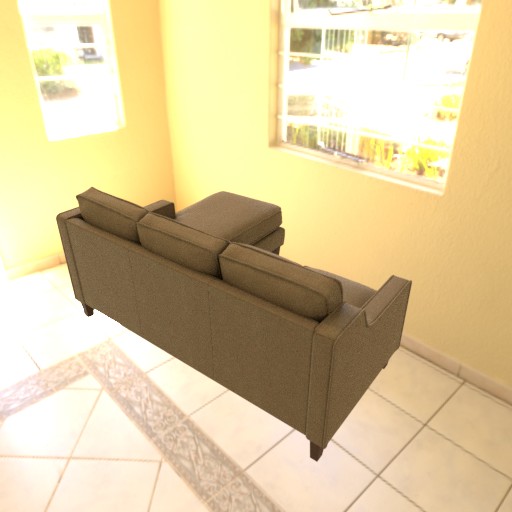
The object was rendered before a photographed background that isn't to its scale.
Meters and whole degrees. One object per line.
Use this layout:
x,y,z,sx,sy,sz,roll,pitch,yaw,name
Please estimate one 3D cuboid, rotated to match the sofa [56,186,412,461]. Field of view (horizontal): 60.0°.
0.000,0.000,3.395,2.317,1.081,1.858,20,35,32,sofa
